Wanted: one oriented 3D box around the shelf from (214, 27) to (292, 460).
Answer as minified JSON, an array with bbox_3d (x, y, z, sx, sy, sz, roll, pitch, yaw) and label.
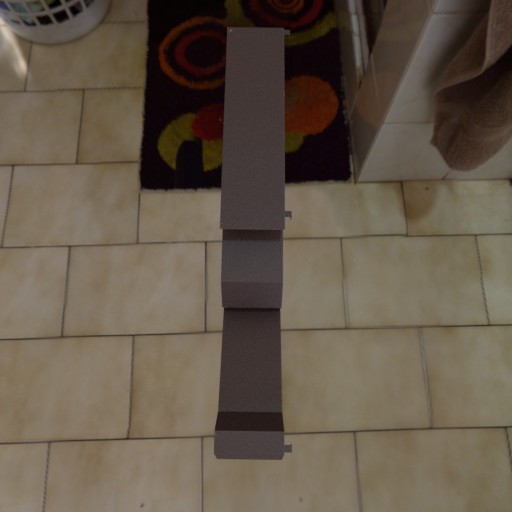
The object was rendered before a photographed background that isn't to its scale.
[{"bbox_3d":[0.000,0.000,0.907,0.112,0.439,0.729,1,74,0],"label":"shelf"}]
